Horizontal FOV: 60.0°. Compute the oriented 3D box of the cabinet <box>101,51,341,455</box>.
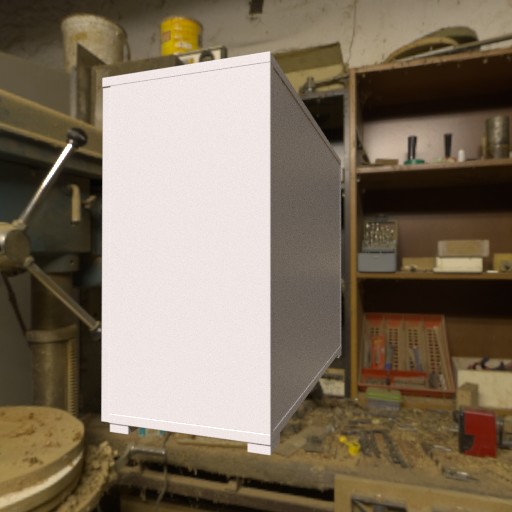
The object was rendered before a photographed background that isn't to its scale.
[{"bbox_3d":[0.000,0.000,1.413,0.400,0.800,1.000,0,-1,19],"label":"cabinet"}]
